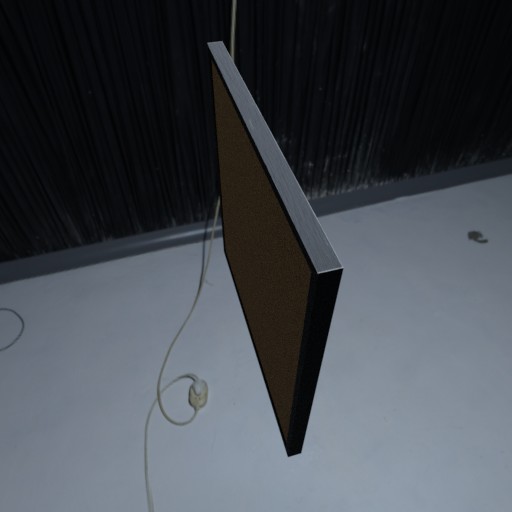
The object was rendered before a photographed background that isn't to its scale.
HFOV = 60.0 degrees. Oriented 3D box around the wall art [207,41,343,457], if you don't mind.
[{"bbox_3d":[0.000,0.000,1.131,0.037,0.761,0.761,-12,49,-10],"label":"wall art"}]
